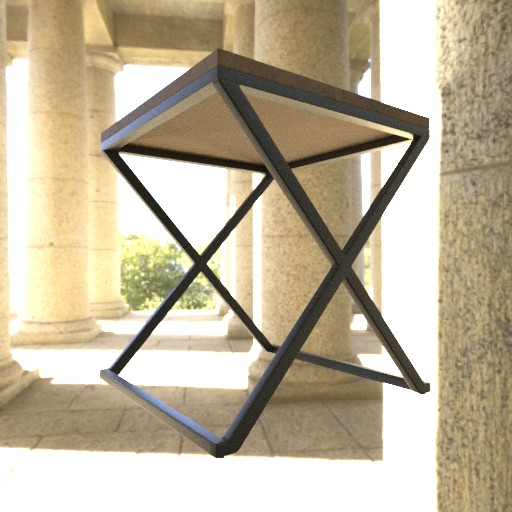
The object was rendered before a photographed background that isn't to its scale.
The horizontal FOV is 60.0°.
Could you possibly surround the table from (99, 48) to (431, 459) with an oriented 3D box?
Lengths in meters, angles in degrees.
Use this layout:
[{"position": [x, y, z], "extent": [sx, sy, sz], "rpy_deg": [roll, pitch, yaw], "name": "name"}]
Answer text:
[{"position": [0.000, 0.000, 0.932], "extent": [0.498, 0.550, 0.499], "rpy_deg": [0, 0, -36], "name": "table"}]
